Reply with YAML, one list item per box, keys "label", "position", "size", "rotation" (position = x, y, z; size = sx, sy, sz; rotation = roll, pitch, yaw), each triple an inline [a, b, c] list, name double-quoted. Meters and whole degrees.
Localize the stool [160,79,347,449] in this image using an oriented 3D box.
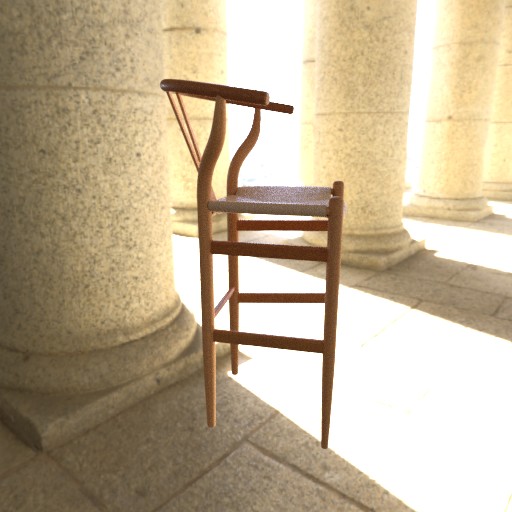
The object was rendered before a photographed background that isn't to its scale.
- label: "stool"
  position: [0.000, 0.000, 1.435]
  size: [0.561, 1.068, 0.574]
  rotation: [3, 16, 11]
